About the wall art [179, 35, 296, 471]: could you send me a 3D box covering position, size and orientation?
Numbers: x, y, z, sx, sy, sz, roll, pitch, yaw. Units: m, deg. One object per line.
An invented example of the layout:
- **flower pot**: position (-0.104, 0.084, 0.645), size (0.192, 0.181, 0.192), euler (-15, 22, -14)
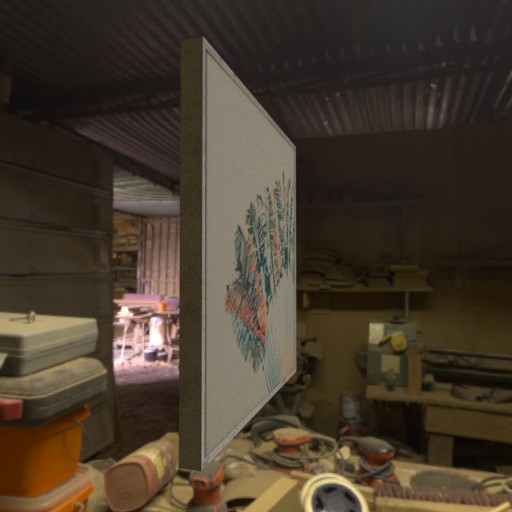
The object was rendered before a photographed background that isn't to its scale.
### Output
- **wall art**: position (0.000, 0.000, 0.761), size (0.029, 0.506, 0.508), euler (0, -1, 17)
